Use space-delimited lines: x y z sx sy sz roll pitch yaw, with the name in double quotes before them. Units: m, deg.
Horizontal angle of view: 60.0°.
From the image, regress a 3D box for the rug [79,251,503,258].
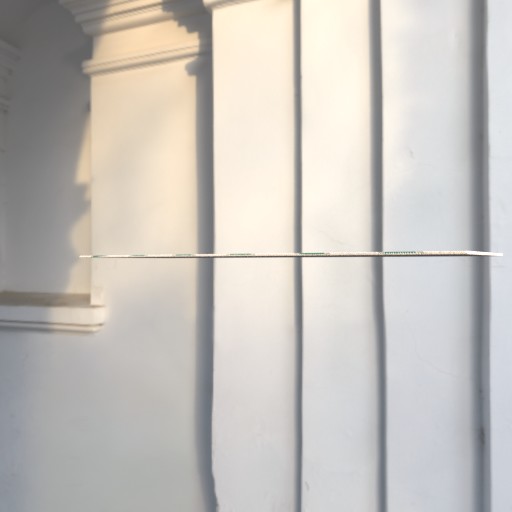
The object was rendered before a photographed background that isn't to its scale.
"rug" 0.000 0.000 2.590 2.438 0.012 0.768 0 -1 37
